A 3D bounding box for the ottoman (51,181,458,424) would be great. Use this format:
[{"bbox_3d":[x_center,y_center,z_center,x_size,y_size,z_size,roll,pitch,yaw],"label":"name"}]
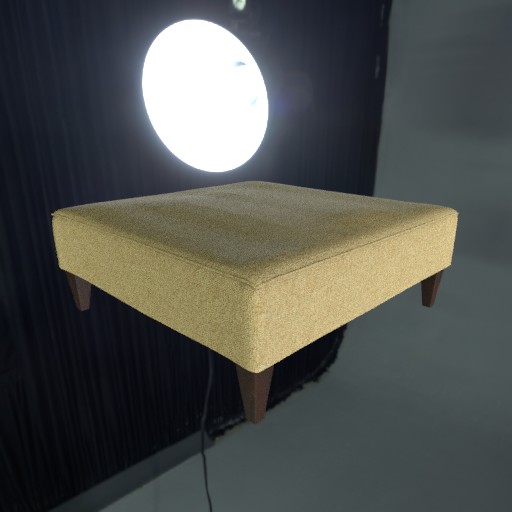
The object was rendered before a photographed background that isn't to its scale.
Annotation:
[{"bbox_3d":[0.000,0.000,1.517,0.970,0.378,0.981,16,24,42],"label":"ottoman"}]
